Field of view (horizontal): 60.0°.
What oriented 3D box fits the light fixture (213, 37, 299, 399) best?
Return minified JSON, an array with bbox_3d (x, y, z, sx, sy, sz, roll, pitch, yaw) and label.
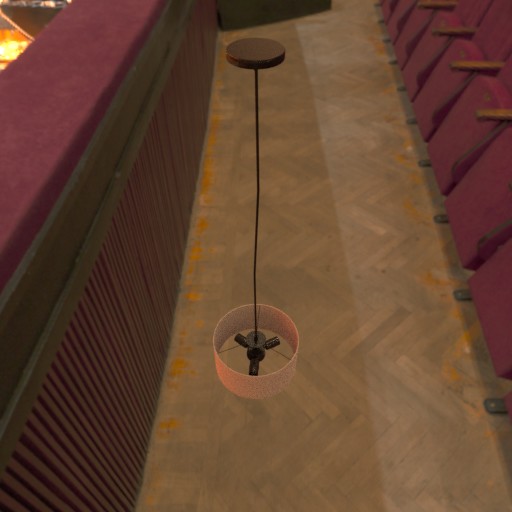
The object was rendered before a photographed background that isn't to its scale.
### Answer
[{"bbox_3d":[0.000,0.000,1.672,0.399,1.516,0.399,0,46,0],"label":"light fixture"}]
